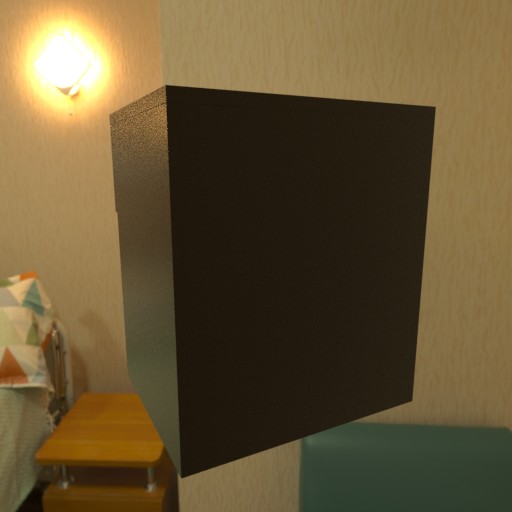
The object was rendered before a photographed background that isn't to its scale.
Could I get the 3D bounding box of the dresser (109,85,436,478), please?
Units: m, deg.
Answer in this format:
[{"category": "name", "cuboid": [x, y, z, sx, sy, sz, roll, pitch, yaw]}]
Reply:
[{"category": "dresser", "cuboid": [0.000, 0.000, 0.756, 0.400, 0.470, 0.360, -6, 13, -27]}]
